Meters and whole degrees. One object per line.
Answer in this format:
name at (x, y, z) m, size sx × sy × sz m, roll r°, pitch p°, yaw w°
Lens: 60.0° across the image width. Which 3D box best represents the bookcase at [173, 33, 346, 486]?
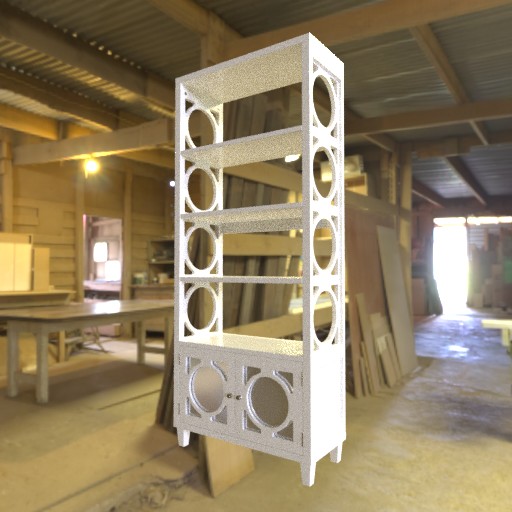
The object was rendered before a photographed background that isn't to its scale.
bookcase at (0.000, 0.000, 2.118) m, size 0.761 × 1.869 × 0.361 m, roll -1°, pitch -2°, yaw 35°
